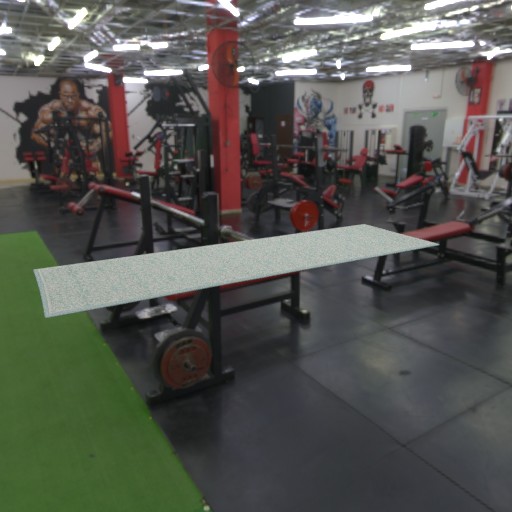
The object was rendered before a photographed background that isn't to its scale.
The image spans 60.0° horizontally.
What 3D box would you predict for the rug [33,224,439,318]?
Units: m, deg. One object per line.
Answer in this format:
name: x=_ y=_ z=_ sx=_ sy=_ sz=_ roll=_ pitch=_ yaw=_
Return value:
rug: x=0.000 y=0.000 z=2.465 sx=2.196 sy=0.011 sz=0.662 roll=-9 pitch=19 yaw=-28
